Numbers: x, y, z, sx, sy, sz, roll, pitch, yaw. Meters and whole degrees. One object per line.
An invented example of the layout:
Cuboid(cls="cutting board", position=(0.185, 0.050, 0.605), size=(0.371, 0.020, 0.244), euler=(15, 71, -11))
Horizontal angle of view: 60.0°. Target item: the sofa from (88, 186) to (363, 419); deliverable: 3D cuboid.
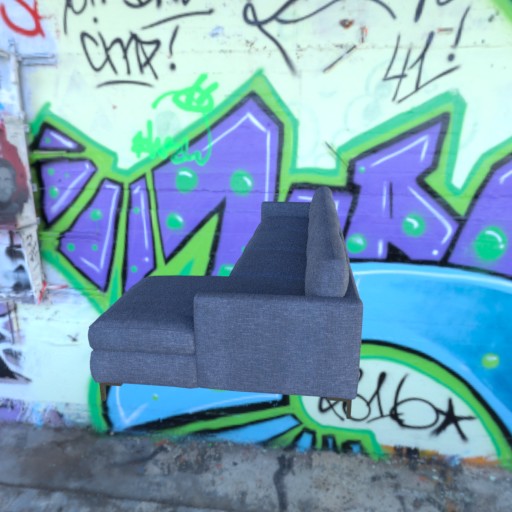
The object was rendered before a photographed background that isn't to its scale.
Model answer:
Cuboid(cls="sofa", position=(0.000, 0.000, 3.488), size=(1.350, 0.810, 2.932), euler=(2, 16, 7))
